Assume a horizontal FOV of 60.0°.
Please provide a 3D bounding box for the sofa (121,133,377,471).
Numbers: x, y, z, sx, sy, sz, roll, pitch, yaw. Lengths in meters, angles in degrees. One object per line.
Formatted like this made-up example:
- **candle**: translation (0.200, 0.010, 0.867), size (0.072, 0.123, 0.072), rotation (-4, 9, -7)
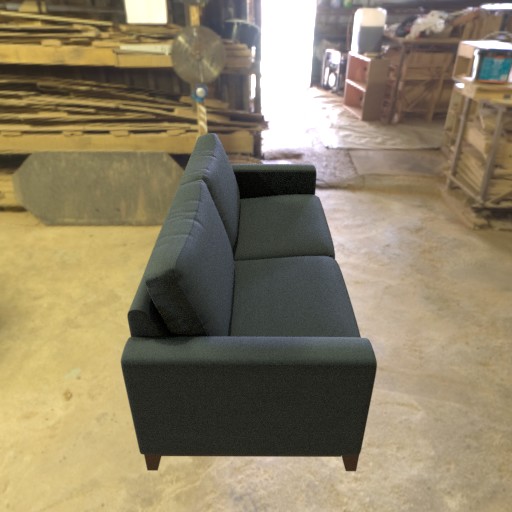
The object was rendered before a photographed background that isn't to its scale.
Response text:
- **sofa**: translation (0.000, 0.000, 2.326), size (0.877, 0.865, 1.900), rotation (0, 31, 0)
